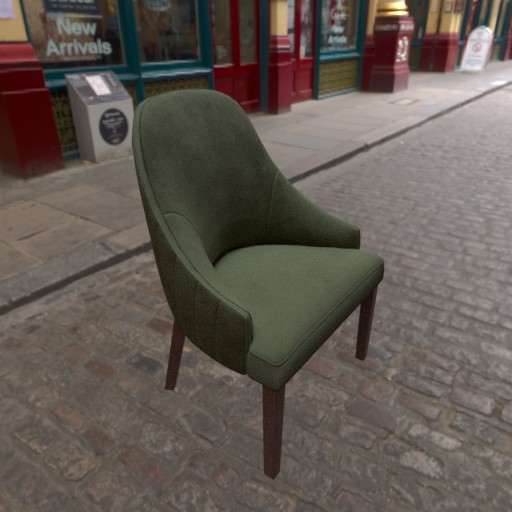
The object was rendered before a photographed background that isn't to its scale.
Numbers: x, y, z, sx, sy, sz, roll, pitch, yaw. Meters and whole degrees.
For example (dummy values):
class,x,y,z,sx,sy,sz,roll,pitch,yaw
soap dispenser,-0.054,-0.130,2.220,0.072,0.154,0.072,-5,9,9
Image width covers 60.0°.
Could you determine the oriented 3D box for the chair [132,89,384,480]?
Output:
class,x,y,z,sx,sy,sz,roll,pitch,yaw
chair,0.000,0.000,1.302,0.575,0.889,0.643,17,31,31
